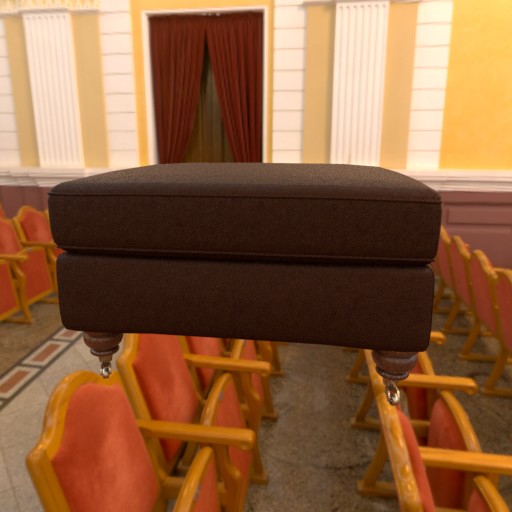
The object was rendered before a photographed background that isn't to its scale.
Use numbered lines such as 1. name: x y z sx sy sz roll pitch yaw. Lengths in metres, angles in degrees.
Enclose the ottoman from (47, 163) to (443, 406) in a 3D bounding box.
1. ottoman: 0.000 0.000 1.804 1.187 0.730 0.967 2 15 8
